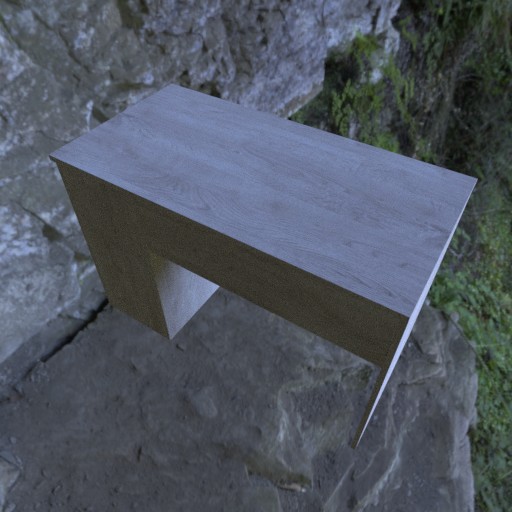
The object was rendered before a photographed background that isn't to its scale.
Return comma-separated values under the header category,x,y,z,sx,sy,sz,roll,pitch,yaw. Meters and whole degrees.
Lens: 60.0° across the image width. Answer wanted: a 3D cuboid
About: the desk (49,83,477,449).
category,x,y,z,sx,sy,sz,roll,pitch,yaw
desk,0.000,0.000,1.530,1.097,0.735,0.560,25,51,22
